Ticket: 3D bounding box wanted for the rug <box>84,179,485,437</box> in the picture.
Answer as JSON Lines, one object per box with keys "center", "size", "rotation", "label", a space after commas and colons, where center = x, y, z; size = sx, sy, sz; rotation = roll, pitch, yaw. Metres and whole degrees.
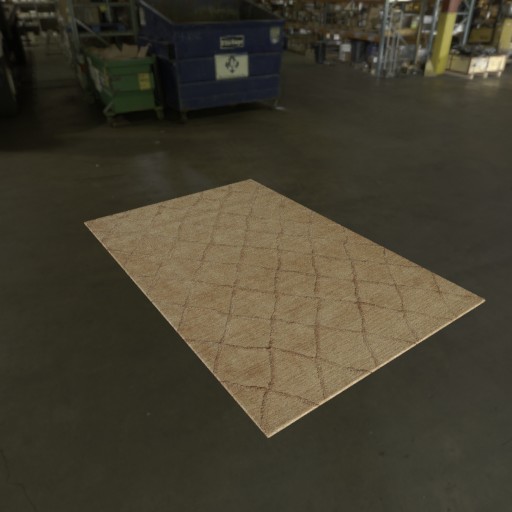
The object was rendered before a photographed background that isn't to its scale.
{"center": [0.000, 0.000, 2.907], "size": [1.528, 0.014, 2.292], "rotation": [-20, 36, -30], "label": "rug"}
